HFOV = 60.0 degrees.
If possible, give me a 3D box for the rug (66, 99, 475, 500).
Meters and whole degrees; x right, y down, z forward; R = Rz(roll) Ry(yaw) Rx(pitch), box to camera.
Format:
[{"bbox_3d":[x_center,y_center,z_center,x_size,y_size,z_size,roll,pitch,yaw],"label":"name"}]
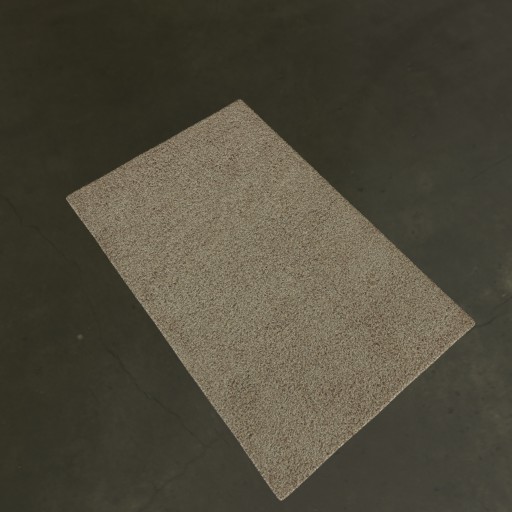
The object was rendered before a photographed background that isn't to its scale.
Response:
[{"bbox_3d":[0.000,0.000,3.350,1.778,0.030,2.743,-35,68,-16],"label":"rug"}]
